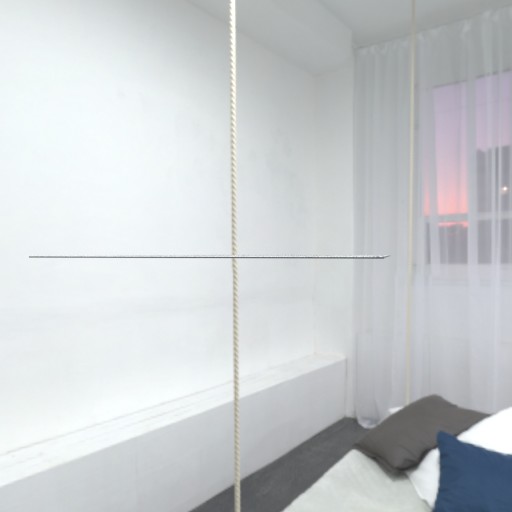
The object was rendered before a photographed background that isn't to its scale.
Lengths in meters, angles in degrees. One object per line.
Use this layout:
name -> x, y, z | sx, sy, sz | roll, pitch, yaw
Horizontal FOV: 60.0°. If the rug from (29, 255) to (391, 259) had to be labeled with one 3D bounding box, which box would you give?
rug -> 0.000, 0.000, 4.210 | 2.438, 0.012, 3.048 | 0, 0, 18
